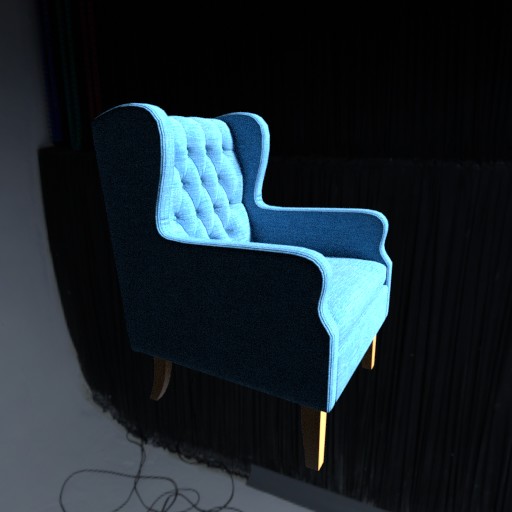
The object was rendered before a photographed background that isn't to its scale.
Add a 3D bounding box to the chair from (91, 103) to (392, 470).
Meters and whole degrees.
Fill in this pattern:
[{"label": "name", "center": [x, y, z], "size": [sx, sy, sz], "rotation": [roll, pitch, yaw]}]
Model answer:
[{"label": "chair", "center": [0.000, 0.000, 1.492], "size": [0.775, 0.952, 0.711], "rotation": [8, 17, 26]}]
